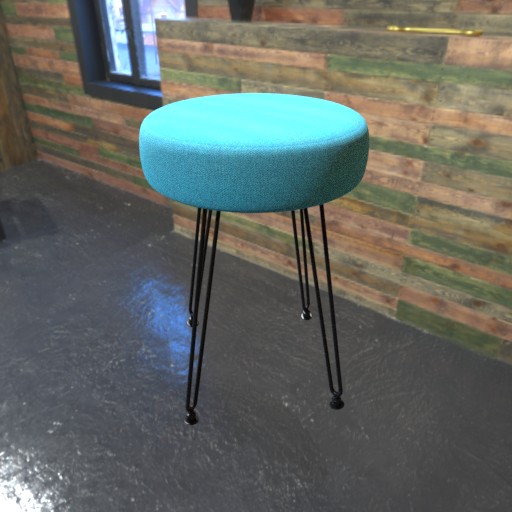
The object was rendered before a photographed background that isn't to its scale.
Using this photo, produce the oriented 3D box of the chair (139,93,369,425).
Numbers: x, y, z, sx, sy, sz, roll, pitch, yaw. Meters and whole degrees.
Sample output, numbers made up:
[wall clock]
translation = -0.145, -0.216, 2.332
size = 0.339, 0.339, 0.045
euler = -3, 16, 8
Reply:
[chair]
translation = 0.000, 0.000, 0.684
size = 0.350, 0.440, 0.350
euler = 22, 37, 32
